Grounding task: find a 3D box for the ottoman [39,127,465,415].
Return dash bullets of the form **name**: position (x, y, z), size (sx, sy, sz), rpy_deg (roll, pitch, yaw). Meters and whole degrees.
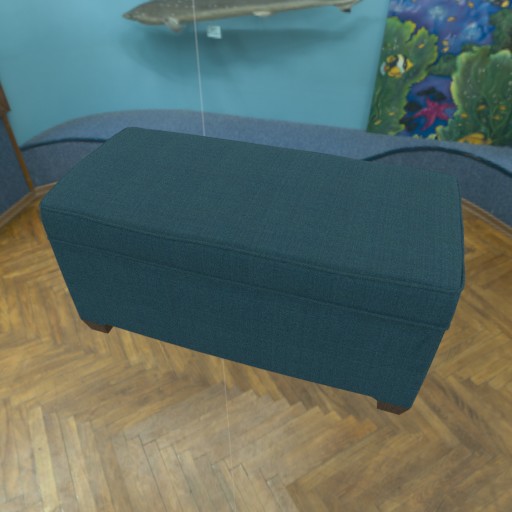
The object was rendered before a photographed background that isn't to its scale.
- **ottoman**: position (0.000, 0.000, 1.199), size (0.943, 0.474, 0.474), rpy_deg (12, 43, 13)
